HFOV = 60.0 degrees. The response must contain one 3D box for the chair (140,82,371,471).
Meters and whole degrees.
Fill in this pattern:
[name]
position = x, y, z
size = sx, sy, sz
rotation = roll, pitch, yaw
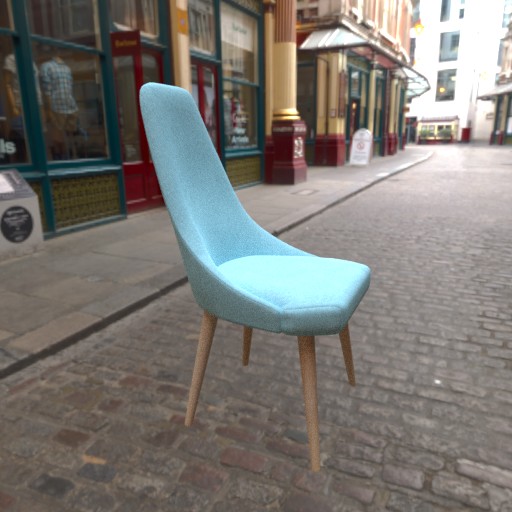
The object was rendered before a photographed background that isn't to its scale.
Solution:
[chair]
position = 0.000, 0.000, 1.398
size = 0.660, 1.040, 0.510
rotation = 7, 16, 23
